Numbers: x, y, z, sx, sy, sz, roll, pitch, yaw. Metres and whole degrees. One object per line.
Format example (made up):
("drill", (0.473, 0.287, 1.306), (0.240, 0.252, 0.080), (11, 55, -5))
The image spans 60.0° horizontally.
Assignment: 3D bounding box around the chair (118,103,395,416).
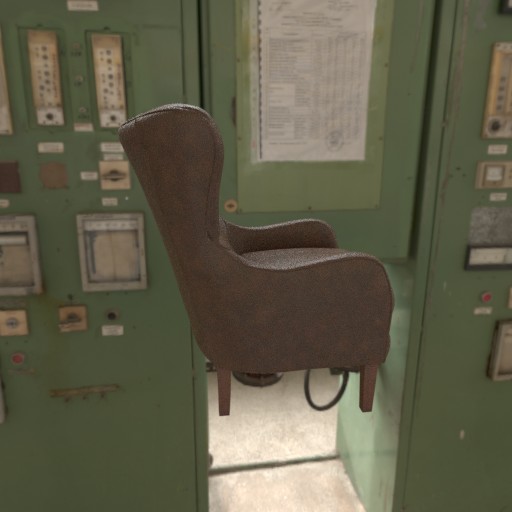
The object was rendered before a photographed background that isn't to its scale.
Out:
("chair", (0.000, 0.000, 1.661), (0.914, 1.048, 0.692), (-2, 16, -7))
